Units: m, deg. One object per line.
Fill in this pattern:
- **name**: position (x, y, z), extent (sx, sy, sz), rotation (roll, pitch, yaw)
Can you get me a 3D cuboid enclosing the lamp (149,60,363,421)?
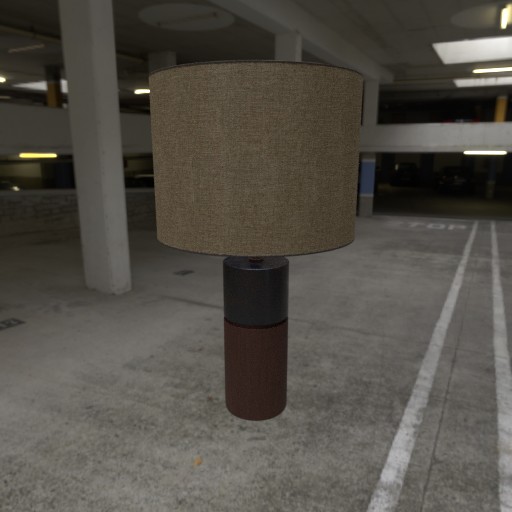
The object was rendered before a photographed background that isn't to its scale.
- **lamp**: position (0.000, 0.000, 0.469), extent (0.202, 0.350, 0.202), rotation (0, 14, 0)
